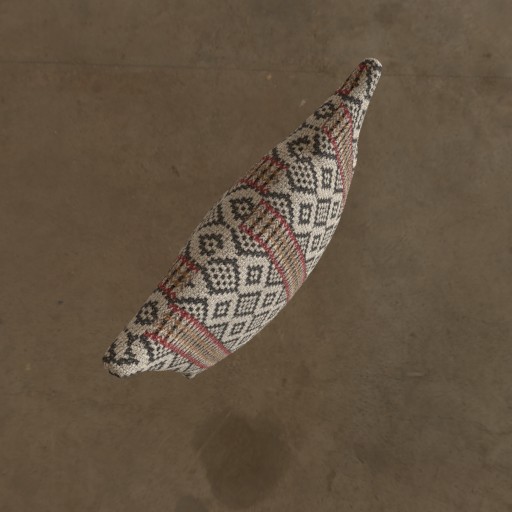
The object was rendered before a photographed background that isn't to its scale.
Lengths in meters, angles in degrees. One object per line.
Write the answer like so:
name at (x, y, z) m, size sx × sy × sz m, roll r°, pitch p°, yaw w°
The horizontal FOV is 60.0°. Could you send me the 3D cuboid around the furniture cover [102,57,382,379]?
furniture cover at (0.000, 0.000, 0.761) m, size 0.182 × 0.506 × 0.503 m, roll 38°, pitch 78°, yaw 10°
